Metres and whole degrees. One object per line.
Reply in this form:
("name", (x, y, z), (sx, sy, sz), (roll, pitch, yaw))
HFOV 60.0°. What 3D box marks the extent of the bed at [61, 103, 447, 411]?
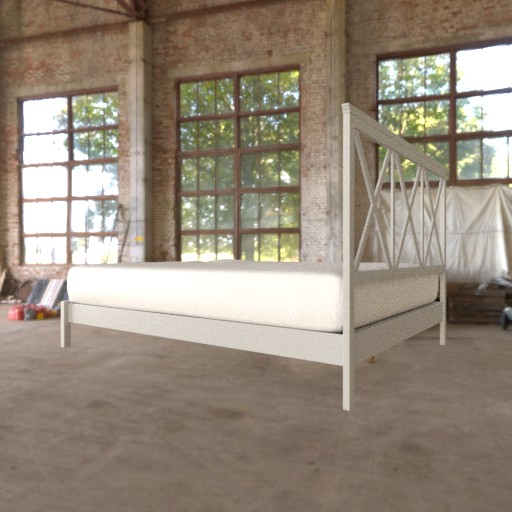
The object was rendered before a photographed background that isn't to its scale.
("bed", (0.000, 0.000, 3.095), (2.135, 1.253, 1.673), (0, 0, 36))
